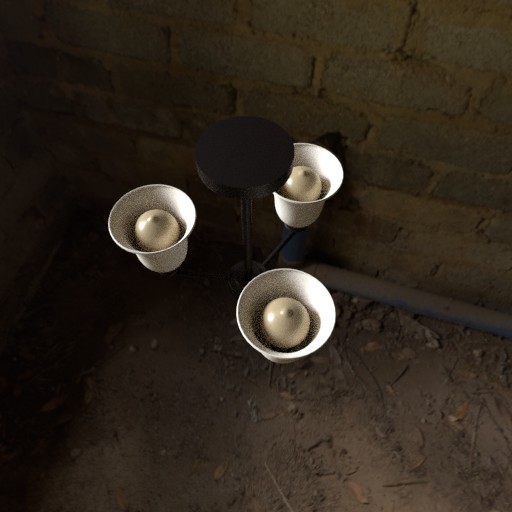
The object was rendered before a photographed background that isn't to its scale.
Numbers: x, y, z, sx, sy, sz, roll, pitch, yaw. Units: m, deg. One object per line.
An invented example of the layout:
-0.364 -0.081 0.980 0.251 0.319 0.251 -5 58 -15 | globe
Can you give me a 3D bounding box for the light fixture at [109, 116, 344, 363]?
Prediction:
0.000 0.000 0.671 0.388 0.370 0.354 -19 60 -11 | light fixture
